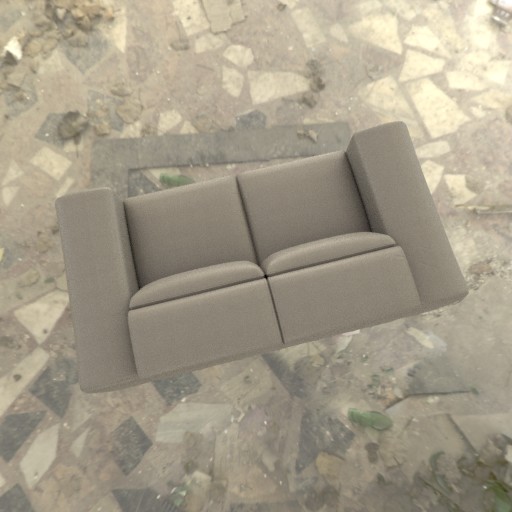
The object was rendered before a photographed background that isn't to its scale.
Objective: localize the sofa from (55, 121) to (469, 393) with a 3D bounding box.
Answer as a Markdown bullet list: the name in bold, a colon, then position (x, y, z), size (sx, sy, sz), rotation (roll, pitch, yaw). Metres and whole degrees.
- **sofa**: position (0.000, 0.000, 2.415), size (1.930, 0.753, 1.024), rotation (-13, 75, -4)
